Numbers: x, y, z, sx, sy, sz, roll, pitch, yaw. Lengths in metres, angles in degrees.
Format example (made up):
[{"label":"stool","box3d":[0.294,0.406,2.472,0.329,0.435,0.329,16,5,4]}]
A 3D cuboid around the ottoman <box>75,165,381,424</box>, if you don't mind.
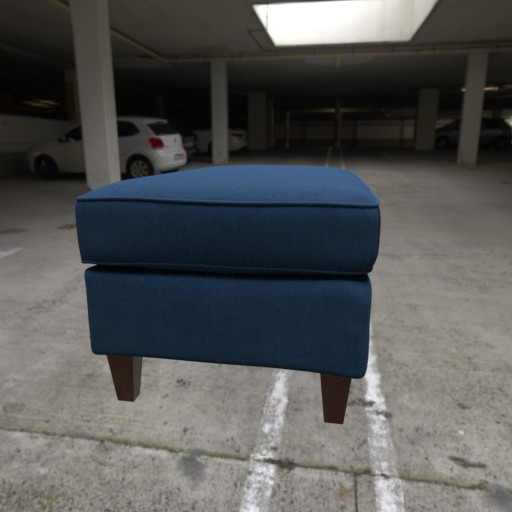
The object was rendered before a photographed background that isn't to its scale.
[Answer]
[{"label":"ottoman","box3d":[0.000,0.000,1.234,0.583,0.484,0.862,2,14,9]}]
